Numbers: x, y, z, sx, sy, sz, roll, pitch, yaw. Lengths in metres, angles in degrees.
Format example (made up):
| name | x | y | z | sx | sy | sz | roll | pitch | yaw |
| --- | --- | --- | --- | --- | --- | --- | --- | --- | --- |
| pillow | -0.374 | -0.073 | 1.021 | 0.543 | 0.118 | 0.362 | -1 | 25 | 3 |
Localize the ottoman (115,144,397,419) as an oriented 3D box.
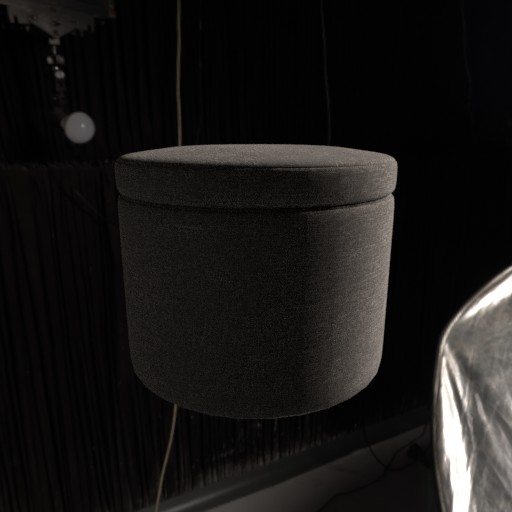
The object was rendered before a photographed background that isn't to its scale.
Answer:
| name | x | y | z | sx | sy | sz | roll | pitch | yaw |
| --- | --- | --- | --- | --- | --- | --- | --- | --- | --- |
| ottoman | 0.000 | 0.000 | 0.867 | 0.500 | 0.419 | 0.500 | 0 | 15 | 0 |
